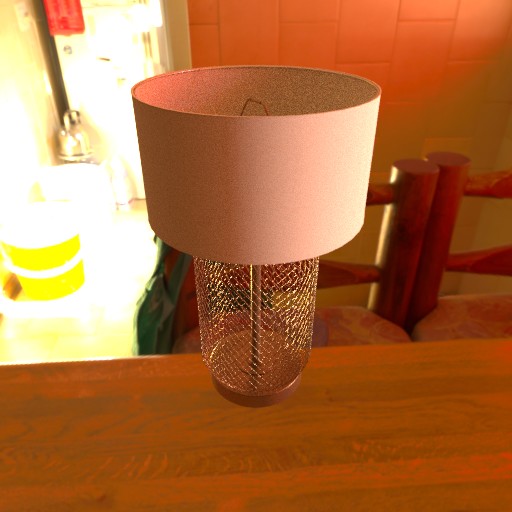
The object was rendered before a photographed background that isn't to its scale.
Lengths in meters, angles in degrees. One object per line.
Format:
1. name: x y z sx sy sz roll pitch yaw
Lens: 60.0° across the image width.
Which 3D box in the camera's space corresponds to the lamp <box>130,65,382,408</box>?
1. lamp: 0.000 0.000 0.789 0.353 0.578 0.353 0 32 0
